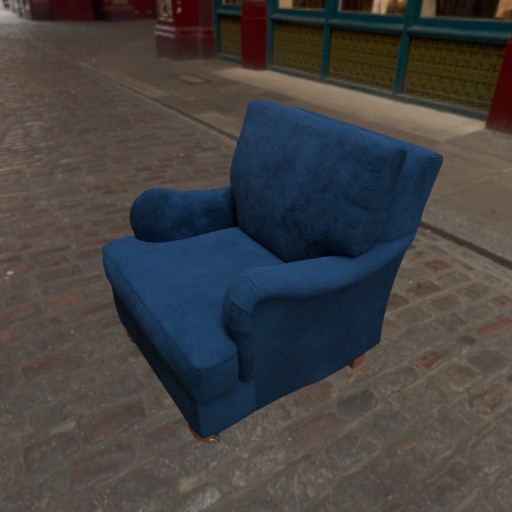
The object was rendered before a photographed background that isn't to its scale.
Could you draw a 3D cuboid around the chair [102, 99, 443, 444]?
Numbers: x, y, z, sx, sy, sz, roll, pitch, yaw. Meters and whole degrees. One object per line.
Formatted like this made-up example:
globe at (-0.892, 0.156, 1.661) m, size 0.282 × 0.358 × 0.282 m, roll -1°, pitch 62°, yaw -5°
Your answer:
chair at (0.000, 0.000, 1.844) m, size 1.078 × 1.076 × 0.895 m, roll -20°, pitch 37°, yaw -29°
